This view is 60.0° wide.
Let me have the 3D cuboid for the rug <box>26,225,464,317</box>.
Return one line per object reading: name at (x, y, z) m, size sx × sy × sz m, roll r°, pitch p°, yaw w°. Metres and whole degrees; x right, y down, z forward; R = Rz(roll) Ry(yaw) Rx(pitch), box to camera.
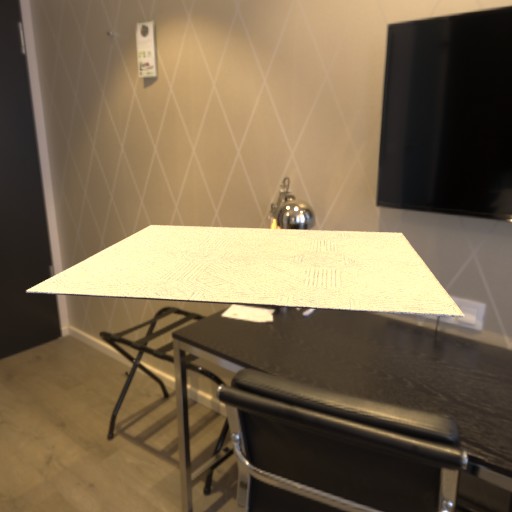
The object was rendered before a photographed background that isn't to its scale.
rug at (0.000, 0.000, 4.194) m, size 3.049 × 0.015 × 2.457 m, roll 2°, pitch 16°, yaw 8°
